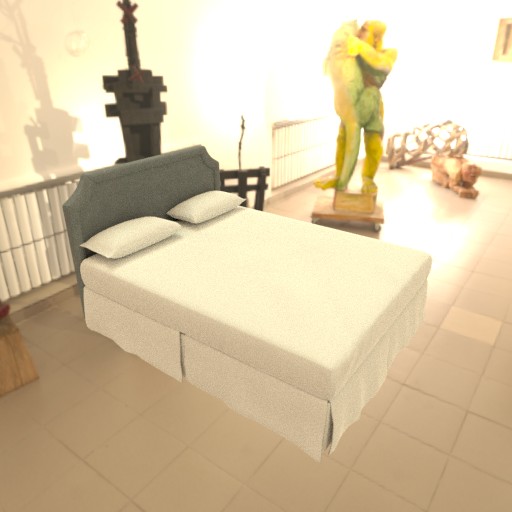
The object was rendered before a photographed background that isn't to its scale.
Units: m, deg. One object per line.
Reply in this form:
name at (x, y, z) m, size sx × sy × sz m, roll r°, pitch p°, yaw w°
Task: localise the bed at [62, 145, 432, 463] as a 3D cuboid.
bed at (0.000, 0.000, 3.674) m, size 2.464 × 1.306 × 1.977 m, roll 17°, pitch 30°, yaw 32°
